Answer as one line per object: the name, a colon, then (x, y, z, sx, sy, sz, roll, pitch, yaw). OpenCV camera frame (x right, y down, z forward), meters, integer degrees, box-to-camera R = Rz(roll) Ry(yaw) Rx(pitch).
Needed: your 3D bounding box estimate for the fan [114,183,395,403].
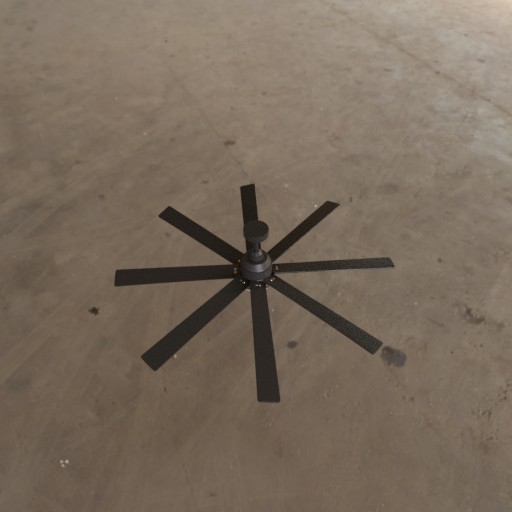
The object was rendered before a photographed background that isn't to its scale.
fan: (0.000, 0.000, 2.816, 1.830, 0.472, 1.830, -3, 46, -3)
